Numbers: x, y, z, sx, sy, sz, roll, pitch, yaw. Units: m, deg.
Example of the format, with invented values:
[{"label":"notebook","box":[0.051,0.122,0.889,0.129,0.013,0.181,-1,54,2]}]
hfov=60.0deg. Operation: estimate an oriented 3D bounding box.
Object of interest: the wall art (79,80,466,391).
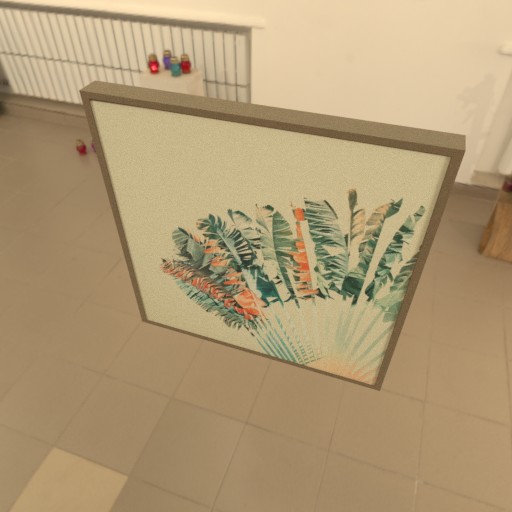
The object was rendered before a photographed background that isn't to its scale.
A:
[{"label":"wall art","box":[0.000,0.000,0.740,0.508,0.506,0.038,13,44,14]}]
